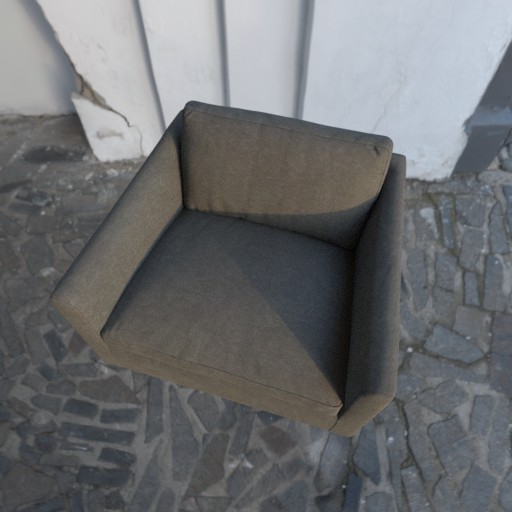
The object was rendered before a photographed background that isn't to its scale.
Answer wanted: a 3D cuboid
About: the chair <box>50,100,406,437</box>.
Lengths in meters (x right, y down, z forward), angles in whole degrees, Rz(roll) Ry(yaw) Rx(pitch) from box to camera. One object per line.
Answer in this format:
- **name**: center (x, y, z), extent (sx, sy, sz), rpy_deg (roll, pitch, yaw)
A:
- **chair**: center (0.000, 0.000, 1.901), extent (1.190, 0.845, 1.091), rpy_deg (14, 59, 9)
